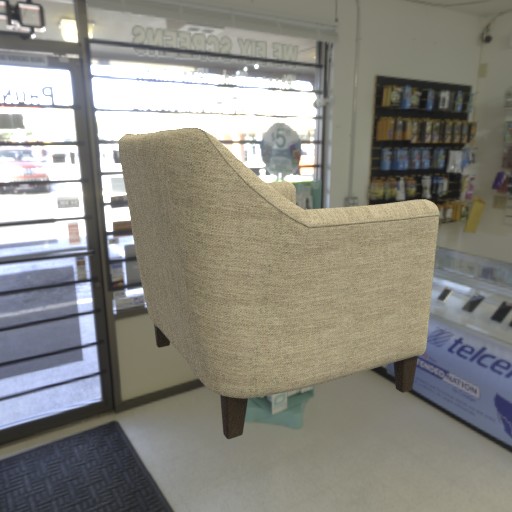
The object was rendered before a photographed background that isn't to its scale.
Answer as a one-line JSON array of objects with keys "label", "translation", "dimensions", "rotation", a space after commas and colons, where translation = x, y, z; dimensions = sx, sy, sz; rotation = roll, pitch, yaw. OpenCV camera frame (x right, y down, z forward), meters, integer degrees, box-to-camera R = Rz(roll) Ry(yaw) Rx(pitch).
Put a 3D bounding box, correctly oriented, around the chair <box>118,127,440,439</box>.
[{"label": "chair", "translation": [0.000, 0.000, 1.414], "dimensions": [0.758, 0.761, 0.796], "rotation": [-8, 16, -28]}]
